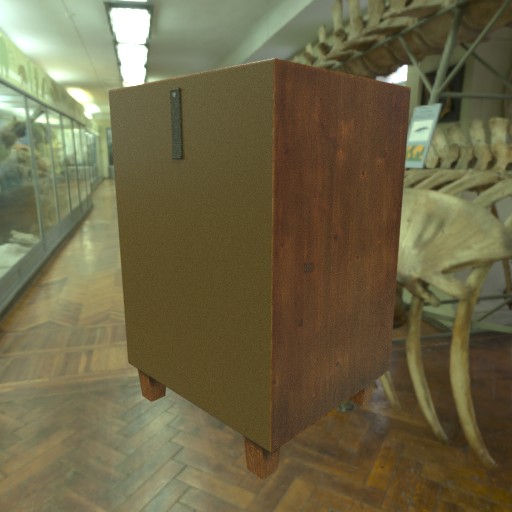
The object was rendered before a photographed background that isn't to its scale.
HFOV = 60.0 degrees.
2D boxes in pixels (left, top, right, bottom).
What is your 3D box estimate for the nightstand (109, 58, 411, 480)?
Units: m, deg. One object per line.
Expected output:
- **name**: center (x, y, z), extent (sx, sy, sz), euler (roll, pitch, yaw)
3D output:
- **nightstand**: center (0.000, 0.000, 0.977), extent (0.465, 0.695, 0.410), euler (13, 18, 43)
